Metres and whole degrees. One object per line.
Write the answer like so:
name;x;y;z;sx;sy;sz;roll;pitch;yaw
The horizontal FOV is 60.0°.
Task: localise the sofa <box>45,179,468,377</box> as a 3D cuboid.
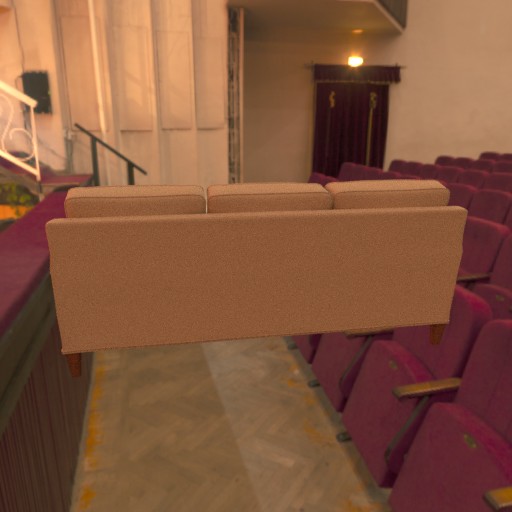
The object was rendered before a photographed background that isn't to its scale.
sofa;0.000;0.000;2.814;2.246;1.003;1.084;-3;16;-10
